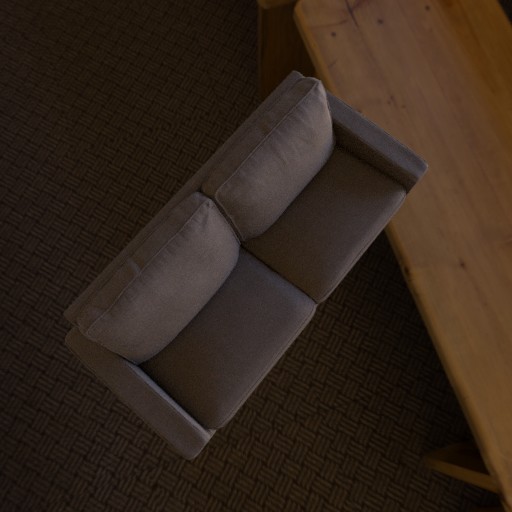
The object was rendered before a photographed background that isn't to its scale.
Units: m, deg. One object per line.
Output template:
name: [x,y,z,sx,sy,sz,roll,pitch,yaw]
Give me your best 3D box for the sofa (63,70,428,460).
sofa: [0.000,0.000,2.550,0.940,0.919,2.080,39,79,9]
